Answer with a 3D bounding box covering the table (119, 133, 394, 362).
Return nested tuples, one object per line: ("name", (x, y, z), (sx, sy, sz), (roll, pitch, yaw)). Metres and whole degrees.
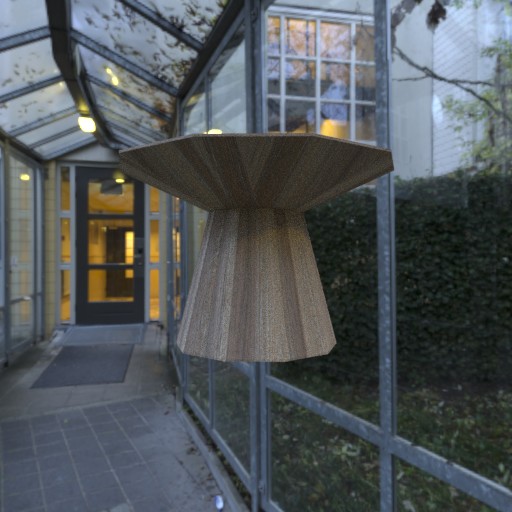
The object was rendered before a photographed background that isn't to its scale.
("table", (0.000, 0.000, 1.912), (1.186, 0.752, 1.186), (0, 0, 0))
